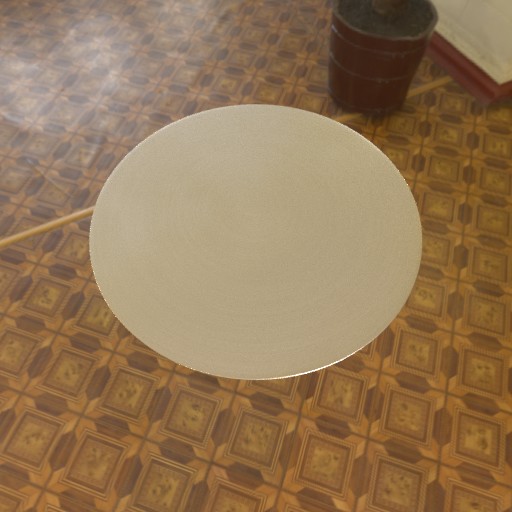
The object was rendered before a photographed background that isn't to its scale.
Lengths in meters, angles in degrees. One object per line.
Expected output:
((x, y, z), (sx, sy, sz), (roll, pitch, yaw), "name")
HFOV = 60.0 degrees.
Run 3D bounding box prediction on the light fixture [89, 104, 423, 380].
((0.000, 0.000, 0.435), (0.280, 0.135, 0.280), (0, 59, 0), "light fixture")
